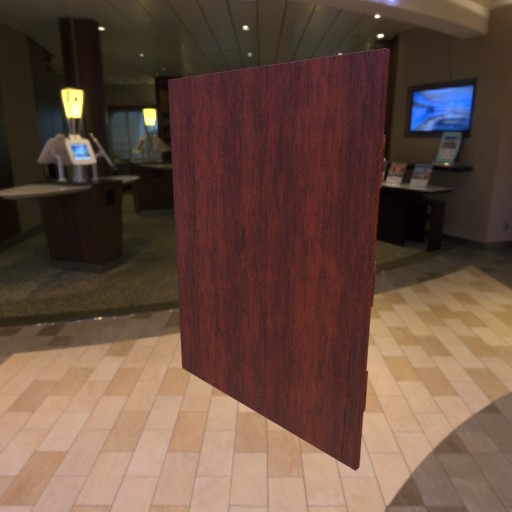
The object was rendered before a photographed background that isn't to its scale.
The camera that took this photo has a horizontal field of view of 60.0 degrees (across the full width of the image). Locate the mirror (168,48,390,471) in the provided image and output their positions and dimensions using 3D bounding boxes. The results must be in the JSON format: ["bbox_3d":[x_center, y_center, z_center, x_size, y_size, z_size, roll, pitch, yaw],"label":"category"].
[{"bbox_3d":[0.000,0.000,1.022,0.600,0.805,0.021,15,21,43],"label":"mirror"}]
